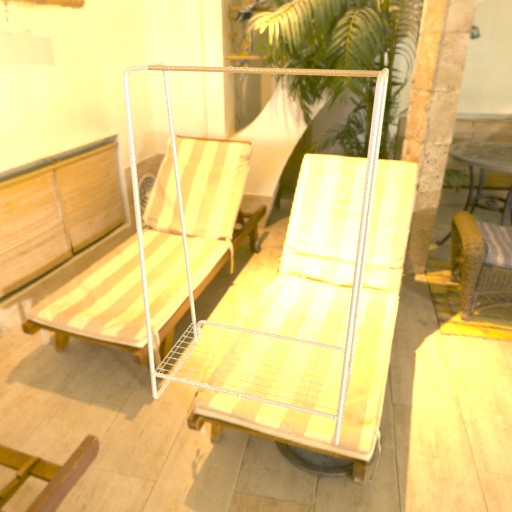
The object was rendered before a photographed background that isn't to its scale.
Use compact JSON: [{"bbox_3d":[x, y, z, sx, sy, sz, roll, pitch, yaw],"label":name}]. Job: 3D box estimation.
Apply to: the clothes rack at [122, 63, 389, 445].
[{"bbox_3d":[0.000,0.000,1.910,0.900,1.500,0.495,8,28,16],"label":"clothes rack"}]
